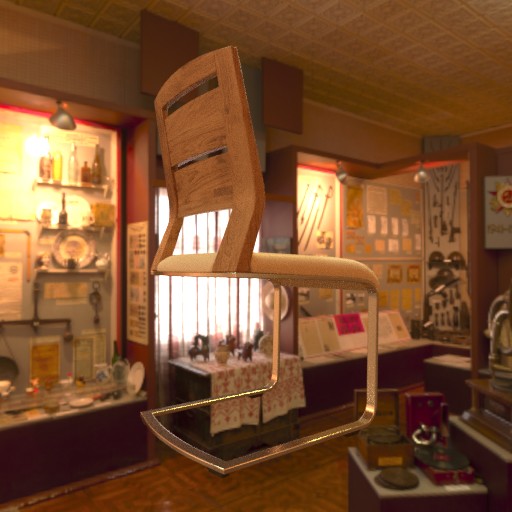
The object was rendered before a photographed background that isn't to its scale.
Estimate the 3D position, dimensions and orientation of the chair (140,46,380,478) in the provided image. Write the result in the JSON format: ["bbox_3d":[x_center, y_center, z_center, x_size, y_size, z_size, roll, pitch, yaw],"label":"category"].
[{"bbox_3d":[0.000,0.000,1.270,0.561,0.955,0.457,1,-2,-37],"label":"chair"}]
